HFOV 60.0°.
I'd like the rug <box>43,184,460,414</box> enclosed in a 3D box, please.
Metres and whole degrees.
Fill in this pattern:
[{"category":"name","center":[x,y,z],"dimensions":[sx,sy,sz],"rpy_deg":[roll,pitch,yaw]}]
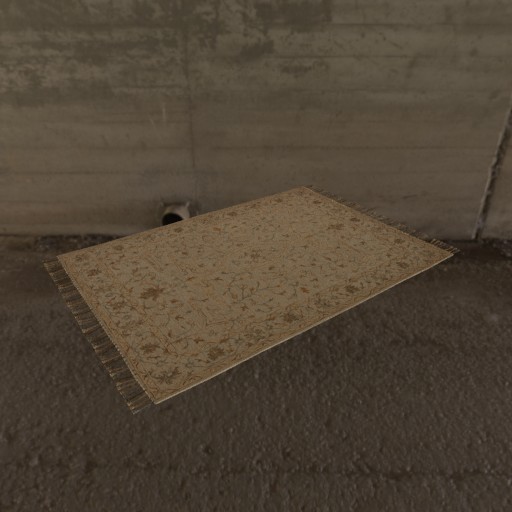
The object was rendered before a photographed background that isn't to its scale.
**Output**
[{"category":"rug","center":[0.000,0.000,2.332],"dimensions":[1.861,0.017,1.218],"rpy_deg":[-20,36,-30]}]
